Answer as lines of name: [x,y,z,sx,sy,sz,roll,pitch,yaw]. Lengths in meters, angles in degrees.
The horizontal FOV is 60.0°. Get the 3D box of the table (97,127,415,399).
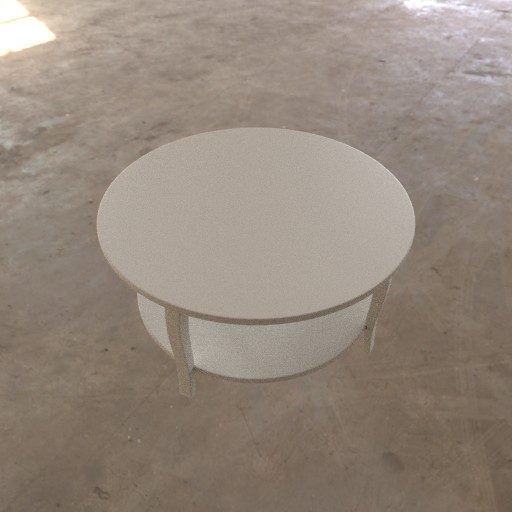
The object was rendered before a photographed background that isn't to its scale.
table: [0.000,0.000,1.463,0.910,0.457,0.910,0,43,0]
